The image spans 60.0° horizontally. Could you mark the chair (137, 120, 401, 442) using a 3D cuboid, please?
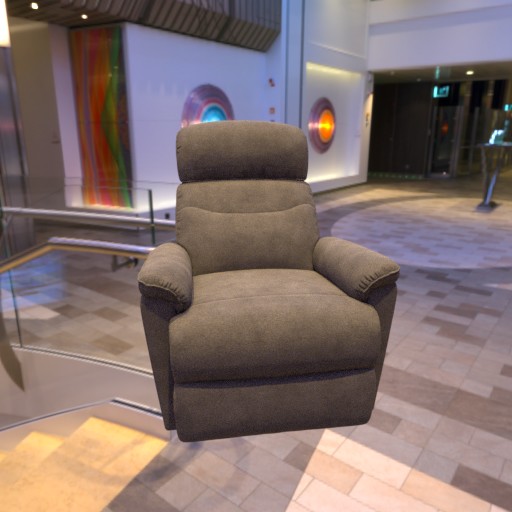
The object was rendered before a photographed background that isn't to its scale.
[{"bbox_3d":[0.000,0.000,1.747,0.830,1.036,1.009,-2,16,-8],"label":"chair"}]
